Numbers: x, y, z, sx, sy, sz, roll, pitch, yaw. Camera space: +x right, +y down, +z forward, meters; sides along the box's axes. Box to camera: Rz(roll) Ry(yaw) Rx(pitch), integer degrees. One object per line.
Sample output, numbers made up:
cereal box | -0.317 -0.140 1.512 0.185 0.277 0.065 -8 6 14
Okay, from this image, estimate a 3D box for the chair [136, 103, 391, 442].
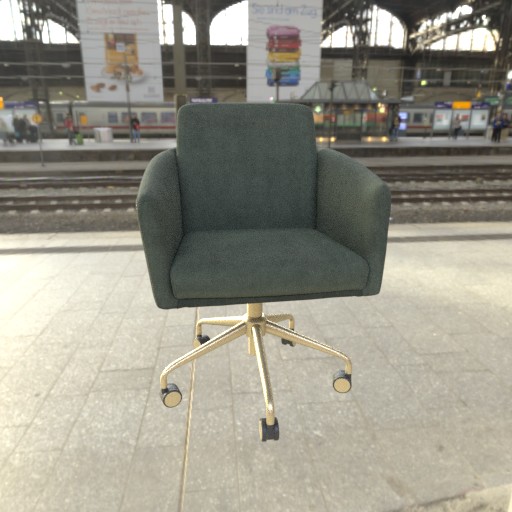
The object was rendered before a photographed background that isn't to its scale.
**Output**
chair | 0.000 0.000 1.356 0.641 0.908 0.635 -2 17 -8
